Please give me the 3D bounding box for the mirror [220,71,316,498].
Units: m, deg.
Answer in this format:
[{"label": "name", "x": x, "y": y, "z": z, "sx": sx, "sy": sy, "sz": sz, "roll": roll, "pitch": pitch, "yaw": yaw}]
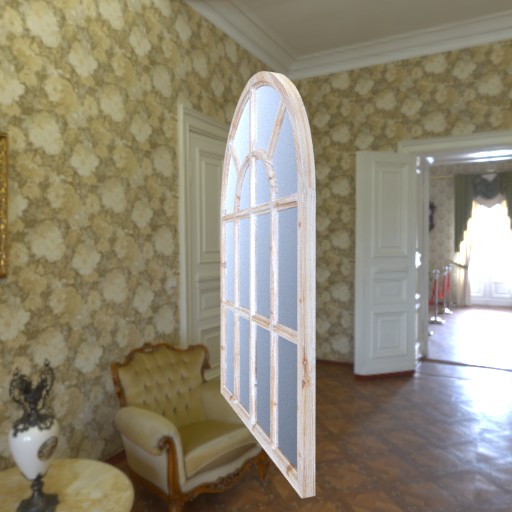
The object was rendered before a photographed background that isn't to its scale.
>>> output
[{"label": "mirror", "x": 0.000, "y": 0.000, "z": 1.161, "sx": 0.032, "sy": 0.920, "sz": 0.660, "roll": 0, "pitch": 1, "yaw": -18}]
